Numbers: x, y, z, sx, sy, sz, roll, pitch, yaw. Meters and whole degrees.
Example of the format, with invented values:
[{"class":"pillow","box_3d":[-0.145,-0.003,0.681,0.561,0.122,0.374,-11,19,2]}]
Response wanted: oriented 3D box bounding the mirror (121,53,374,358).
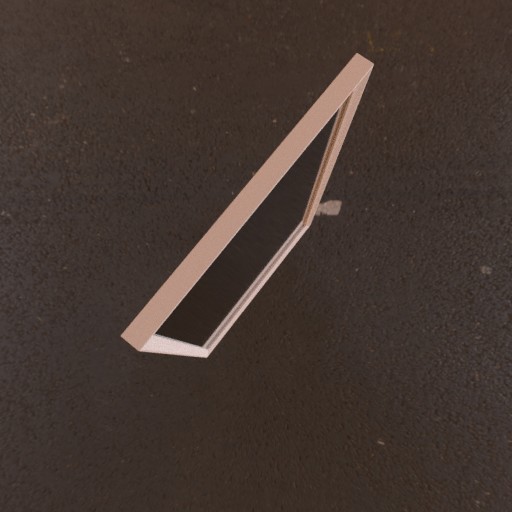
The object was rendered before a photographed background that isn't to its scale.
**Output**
[{"class":"mirror","box_3d":[0.000,0.000,1.150,0.041,0.915,0.609,37,79,8]}]
